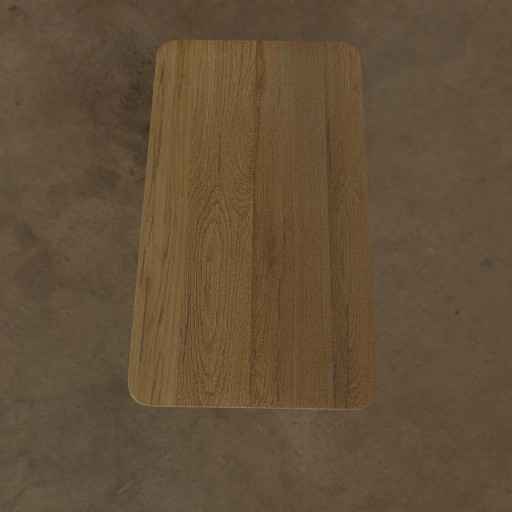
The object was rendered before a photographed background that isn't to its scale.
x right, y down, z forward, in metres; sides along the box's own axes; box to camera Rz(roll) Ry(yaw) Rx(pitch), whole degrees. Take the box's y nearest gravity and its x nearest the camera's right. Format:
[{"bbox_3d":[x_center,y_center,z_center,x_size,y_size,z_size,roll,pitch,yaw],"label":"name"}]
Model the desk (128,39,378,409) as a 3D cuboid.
[{"bbox_3d":[0.000,0.000,1.248,0.440,0.790,0.760,1,75,0],"label":"desk"}]
